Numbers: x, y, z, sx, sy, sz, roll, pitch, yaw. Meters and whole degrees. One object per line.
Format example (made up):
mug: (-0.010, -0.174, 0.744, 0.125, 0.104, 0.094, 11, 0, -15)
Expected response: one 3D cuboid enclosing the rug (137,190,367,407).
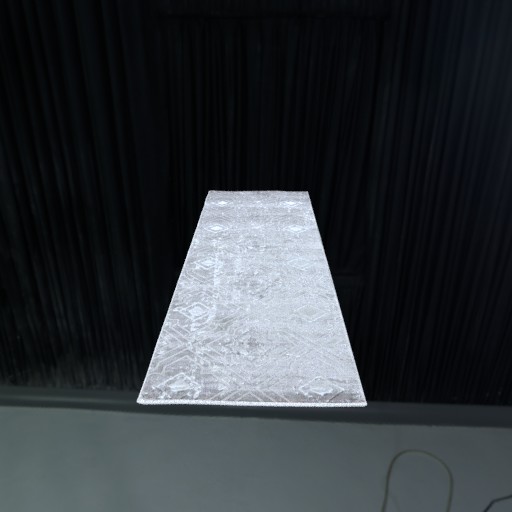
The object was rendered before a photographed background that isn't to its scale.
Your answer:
rug: (0.000, 0.000, 2.655, 0.832, 0.035, 2.381, 0, 27, 1)
